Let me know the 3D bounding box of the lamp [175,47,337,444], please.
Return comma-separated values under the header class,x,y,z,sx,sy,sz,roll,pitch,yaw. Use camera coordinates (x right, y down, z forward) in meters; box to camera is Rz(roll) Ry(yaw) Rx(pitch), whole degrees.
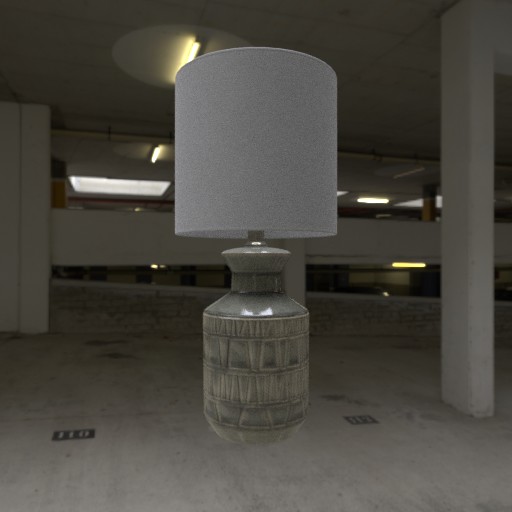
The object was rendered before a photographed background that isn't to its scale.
class,x,y,z,sx,sy,sz,roll,pitch,yaw
lamp,0.000,0.000,0.587,0.211,0.455,0.211,0,0,-18
